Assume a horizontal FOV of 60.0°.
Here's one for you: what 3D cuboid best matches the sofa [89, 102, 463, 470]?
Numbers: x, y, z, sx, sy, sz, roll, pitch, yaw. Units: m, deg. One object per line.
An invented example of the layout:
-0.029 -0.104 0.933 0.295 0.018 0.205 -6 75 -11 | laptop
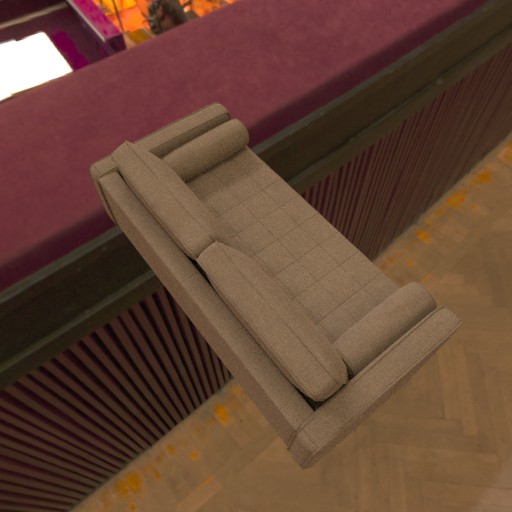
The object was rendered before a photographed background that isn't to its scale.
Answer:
0.000 0.000 2.337 0.914 0.762 1.879 -34 64 -19 | sofa
